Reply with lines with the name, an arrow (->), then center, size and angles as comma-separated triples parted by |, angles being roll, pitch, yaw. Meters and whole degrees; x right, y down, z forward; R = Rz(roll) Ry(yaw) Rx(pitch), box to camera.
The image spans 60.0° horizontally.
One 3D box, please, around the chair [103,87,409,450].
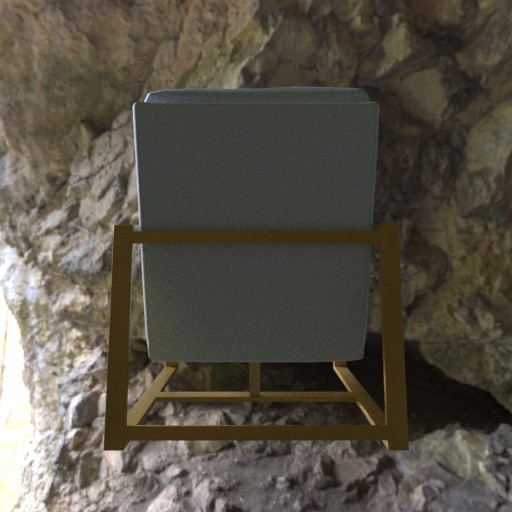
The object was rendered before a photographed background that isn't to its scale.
chair -> 0.000, 0.000, 1.497 | 0.758, 0.956, 0.813 | 0, 0, 0
